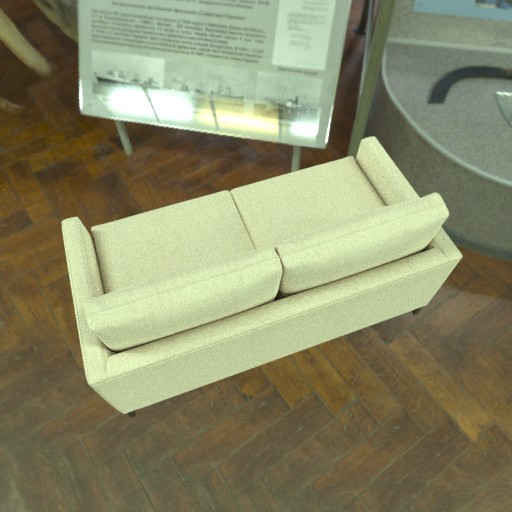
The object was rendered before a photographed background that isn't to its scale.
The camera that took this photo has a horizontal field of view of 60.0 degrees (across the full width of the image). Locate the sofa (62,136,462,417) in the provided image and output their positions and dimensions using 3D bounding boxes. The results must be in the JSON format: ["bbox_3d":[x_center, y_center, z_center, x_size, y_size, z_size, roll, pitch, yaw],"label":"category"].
[{"bbox_3d":[0.000,0.000,2.122,1.651,0.812,0.839,-17,59,-11],"label":"sofa"}]
